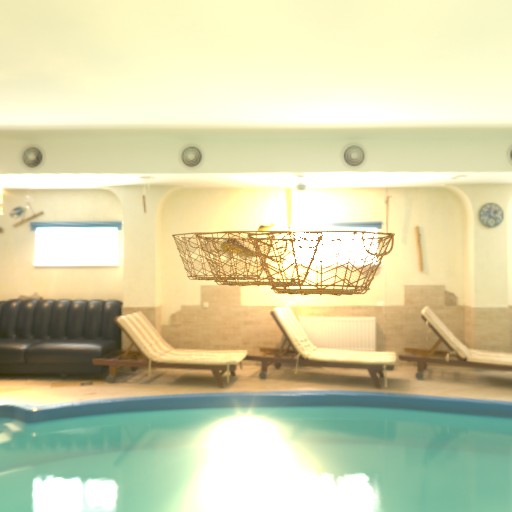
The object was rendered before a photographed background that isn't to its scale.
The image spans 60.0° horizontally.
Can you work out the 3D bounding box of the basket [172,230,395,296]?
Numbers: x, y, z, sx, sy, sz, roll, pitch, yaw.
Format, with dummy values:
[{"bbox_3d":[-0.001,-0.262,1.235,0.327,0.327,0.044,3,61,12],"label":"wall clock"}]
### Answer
[{"bbox_3d":[0.000,0.000,1.416,0.432,0.178,1.245,0,-1,-18],"label":"basket"}]
